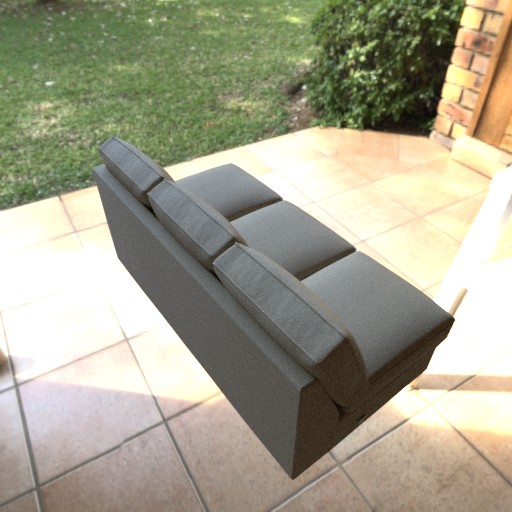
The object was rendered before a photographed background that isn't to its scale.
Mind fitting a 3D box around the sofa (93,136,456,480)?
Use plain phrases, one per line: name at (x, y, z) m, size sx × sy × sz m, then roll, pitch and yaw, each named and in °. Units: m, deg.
sofa at (0.000, 0.000, 2.496) m, size 1.027 × 0.973 × 1.962 m, roll -26°, pitch 47°, yaw -27°
